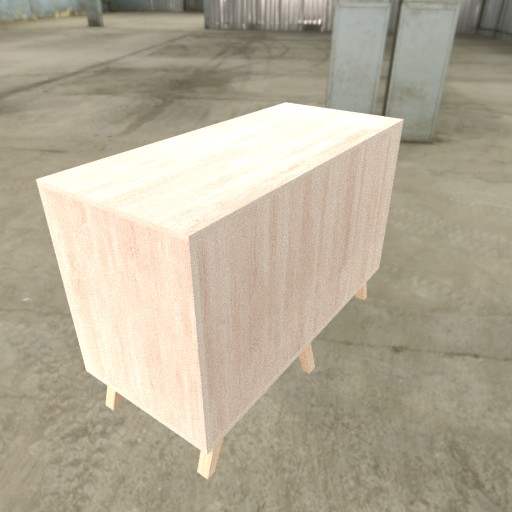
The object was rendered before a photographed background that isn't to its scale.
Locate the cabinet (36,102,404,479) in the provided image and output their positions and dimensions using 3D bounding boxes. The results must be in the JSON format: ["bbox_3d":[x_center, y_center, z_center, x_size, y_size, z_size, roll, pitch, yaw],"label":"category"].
[{"bbox_3d":[0.000,0.000,1.522,0.500,0.780,1.110,20,36,30],"label":"cabinet"}]
